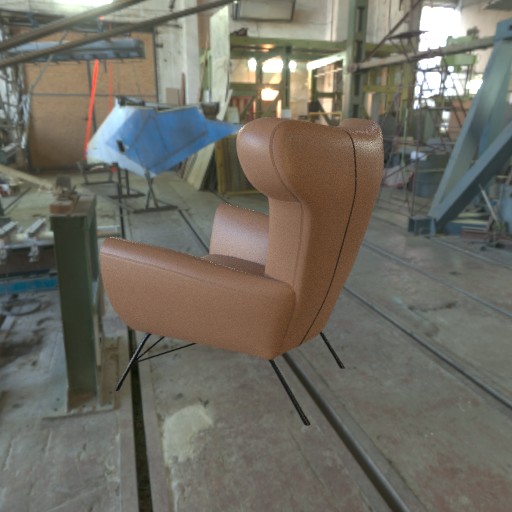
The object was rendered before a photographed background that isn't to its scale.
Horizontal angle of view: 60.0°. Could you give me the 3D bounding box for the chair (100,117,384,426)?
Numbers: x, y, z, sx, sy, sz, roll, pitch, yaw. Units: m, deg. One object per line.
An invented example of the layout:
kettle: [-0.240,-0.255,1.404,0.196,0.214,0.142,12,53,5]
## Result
chair: [0.000,0.000,1.764,0.900,1.050,0.980,9,19,26]
